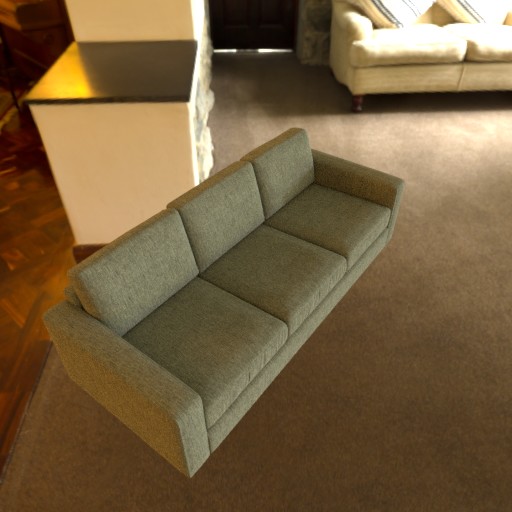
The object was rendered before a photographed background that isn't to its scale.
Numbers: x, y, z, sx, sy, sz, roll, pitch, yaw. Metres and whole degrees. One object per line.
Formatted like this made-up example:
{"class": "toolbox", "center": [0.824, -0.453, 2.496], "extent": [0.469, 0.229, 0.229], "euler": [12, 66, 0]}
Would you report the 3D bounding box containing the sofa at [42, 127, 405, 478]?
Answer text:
{"class": "sofa", "center": [0.000, 0.000, 2.590], "extent": [0.900, 0.800, 2.160], "euler": [26, 47, 27]}
